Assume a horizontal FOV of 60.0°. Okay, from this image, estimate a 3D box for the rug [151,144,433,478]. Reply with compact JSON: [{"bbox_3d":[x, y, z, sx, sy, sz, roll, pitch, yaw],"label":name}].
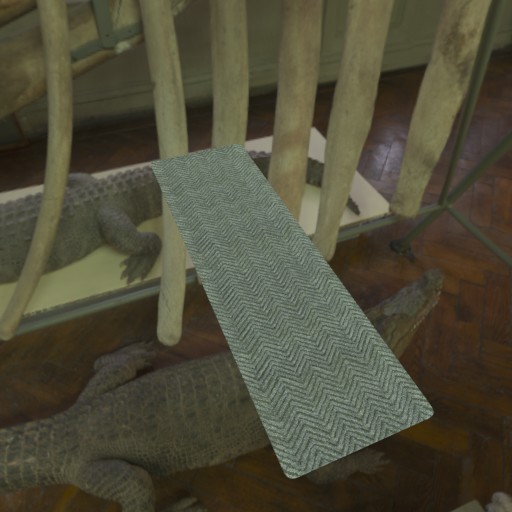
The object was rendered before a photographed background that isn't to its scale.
[{"bbox_3d":[0.000,0.000,2.497,0.686,0.008,2.286,-16,48,-16],"label":"rug"}]
